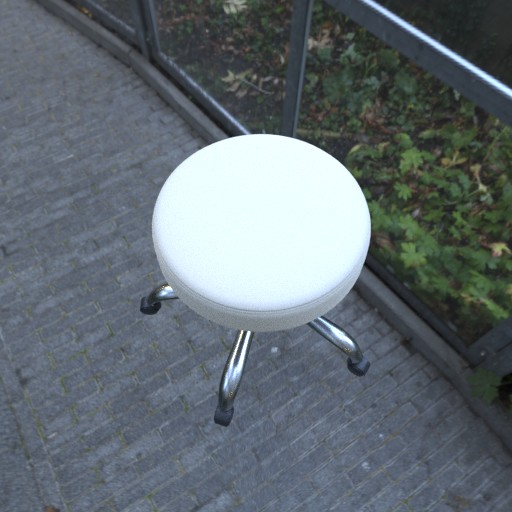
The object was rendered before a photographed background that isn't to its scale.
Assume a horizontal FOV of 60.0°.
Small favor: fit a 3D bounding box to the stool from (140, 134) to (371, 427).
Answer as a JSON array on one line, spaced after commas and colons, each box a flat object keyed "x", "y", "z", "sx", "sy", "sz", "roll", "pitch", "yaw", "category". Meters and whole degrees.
[{"x": 0.000, "y": 0.000, "z": 1.054, "sx": 0.634, "sy": 0.482, "sz": 0.614, "roll": -17, "pitch": 61, "yaw": -10, "category": "stool"}]
